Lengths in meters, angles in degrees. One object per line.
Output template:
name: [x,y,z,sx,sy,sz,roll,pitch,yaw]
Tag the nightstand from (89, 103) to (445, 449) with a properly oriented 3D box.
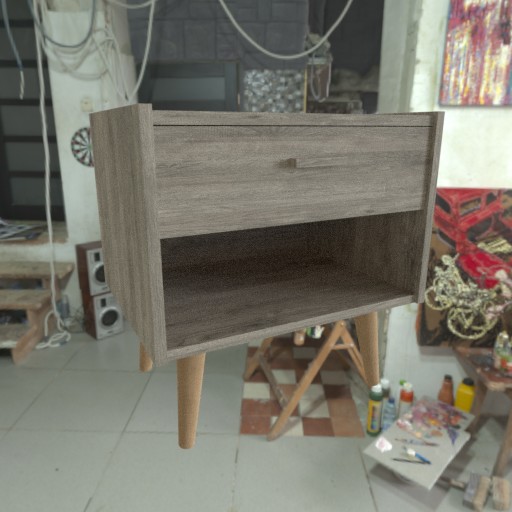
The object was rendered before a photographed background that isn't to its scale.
nightstand: [0.000,0.000,0.811,0.480,0.500,0.380,-8,18,-27]
